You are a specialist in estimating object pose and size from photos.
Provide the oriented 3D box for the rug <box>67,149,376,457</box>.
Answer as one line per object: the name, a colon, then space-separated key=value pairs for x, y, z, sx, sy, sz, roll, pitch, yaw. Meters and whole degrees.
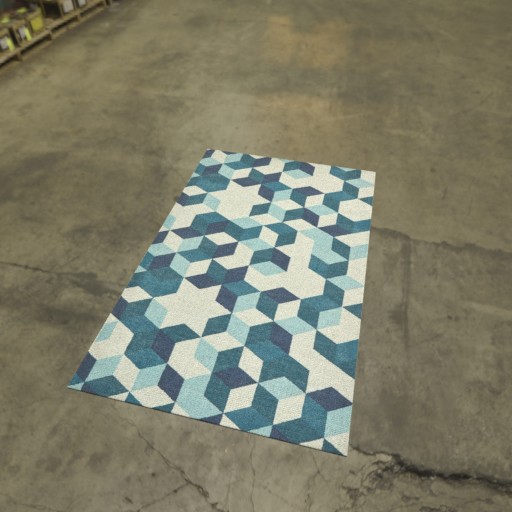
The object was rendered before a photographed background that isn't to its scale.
rug: x=0.000 y=0.000 z=3.109 sx=1.518 sy=0.015 sz=2.438 roll=10 pitch=47 yaw=10
